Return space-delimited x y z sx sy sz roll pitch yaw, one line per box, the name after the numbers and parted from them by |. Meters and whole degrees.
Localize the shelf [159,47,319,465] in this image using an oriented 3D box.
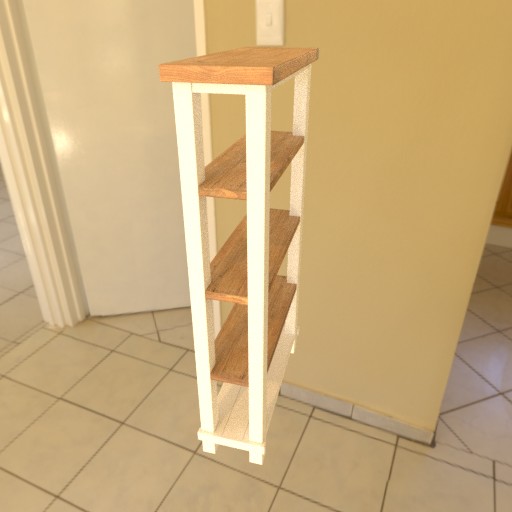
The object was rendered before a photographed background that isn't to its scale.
0.000 0.000 2.263 0.381 1.878 1.022 7 29 13 | shelf
